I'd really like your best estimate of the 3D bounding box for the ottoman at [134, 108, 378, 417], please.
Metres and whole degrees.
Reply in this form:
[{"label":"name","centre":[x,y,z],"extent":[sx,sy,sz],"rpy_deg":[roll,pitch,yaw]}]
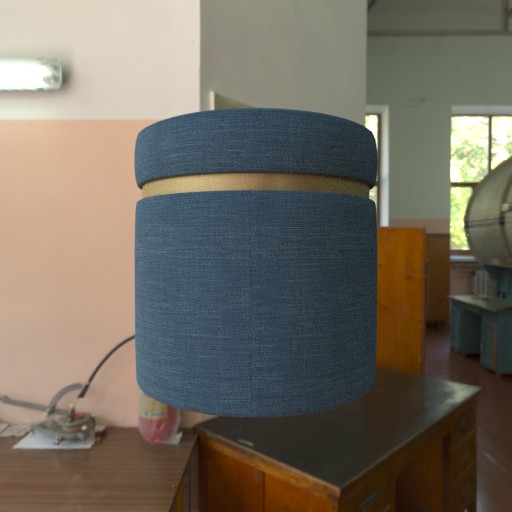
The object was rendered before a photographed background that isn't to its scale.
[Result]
[{"label":"ottoman","centre":[0.000,0.000,0.753],"extent":[0.398,0.406,0.398],"rpy_deg":[0,1,0]}]
